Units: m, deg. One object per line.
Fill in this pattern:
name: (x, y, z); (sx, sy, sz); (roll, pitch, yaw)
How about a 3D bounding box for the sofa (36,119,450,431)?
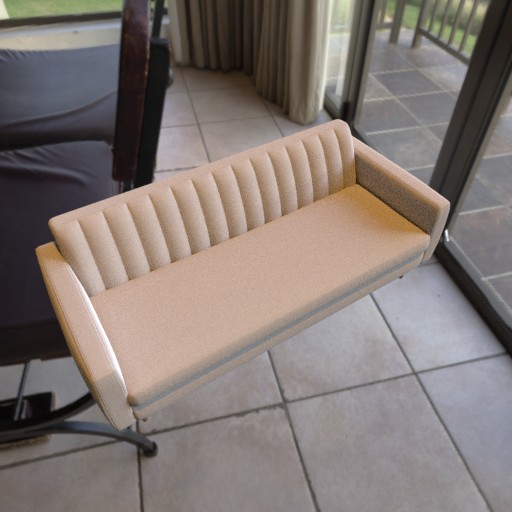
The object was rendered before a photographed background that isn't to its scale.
sofa: (0.000, 0.000, 2.700); (2.291, 0.821, 0.990); (-24, 51, -22)
